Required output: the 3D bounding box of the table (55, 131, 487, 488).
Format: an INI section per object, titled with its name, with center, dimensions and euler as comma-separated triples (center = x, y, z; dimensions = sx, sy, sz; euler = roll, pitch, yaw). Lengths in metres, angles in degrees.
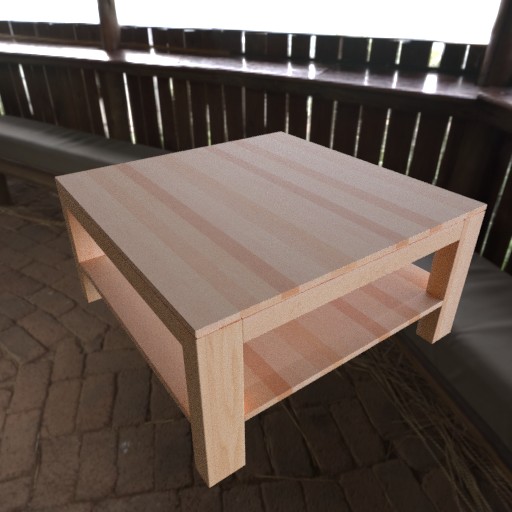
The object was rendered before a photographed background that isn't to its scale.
[table]
center = 0.000, 0.000, 1.406
dimensions = 0.900, 0.450, 0.900
euler = -20, 36, -30
